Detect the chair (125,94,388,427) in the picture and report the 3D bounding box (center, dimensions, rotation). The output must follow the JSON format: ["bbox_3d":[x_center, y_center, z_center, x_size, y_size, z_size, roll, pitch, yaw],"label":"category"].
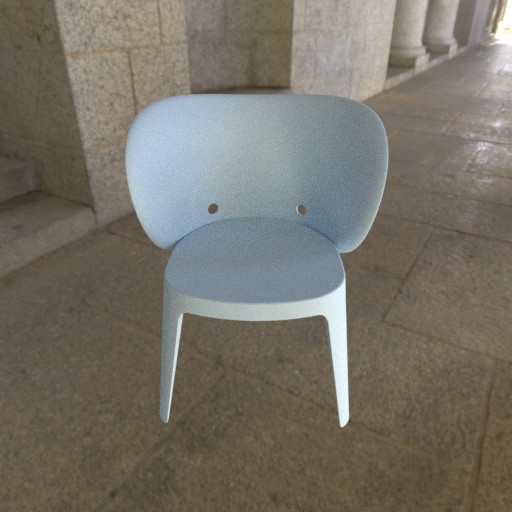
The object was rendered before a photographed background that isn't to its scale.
[{"bbox_3d":[0.000,0.000,0.879,0.451,0.554,0.402,1,30,1],"label":"chair"}]
